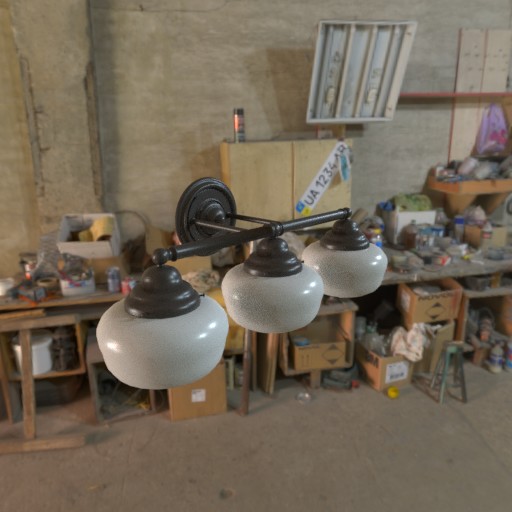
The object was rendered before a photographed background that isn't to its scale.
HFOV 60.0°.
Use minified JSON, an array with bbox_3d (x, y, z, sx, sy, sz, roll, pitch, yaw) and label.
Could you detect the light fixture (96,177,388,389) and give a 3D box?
[{"bbox_3d":[0.000,0.000,0.730,0.239,0.242,0.587,14,21,41],"label":"light fixture"}]
